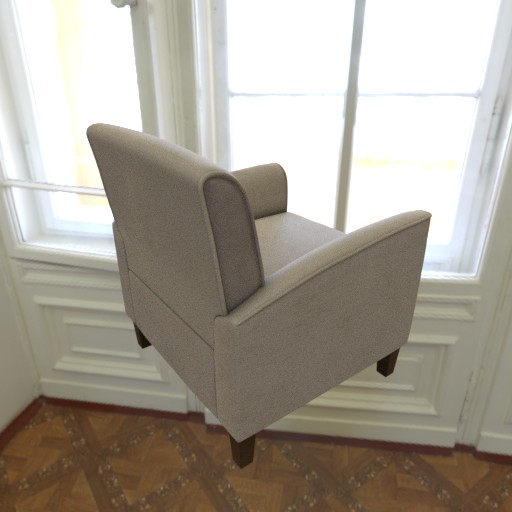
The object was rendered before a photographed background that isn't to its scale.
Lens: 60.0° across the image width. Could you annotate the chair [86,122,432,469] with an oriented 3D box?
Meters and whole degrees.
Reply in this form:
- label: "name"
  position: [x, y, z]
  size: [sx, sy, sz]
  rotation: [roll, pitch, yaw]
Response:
- label: "chair"
  position: [0.000, 0.000, 1.555]
  size: [0.821, 0.915, 0.820]
  rotation: [-18, 31, -32]
